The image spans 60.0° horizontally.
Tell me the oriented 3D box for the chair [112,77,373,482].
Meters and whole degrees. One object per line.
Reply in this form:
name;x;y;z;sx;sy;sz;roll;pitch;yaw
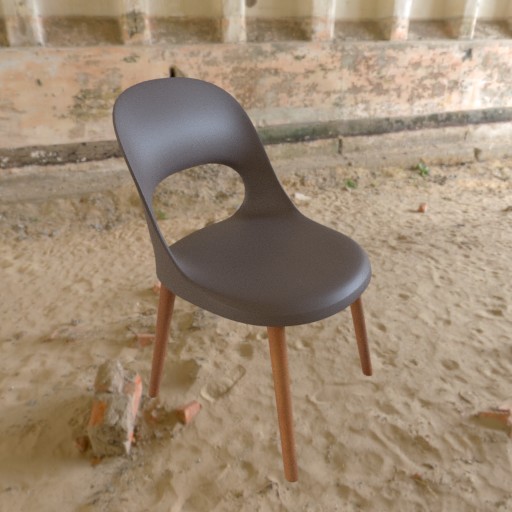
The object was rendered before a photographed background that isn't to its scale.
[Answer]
chair;0.000;0.000;1.099;0.556;0.794;0.470;18;32;32
